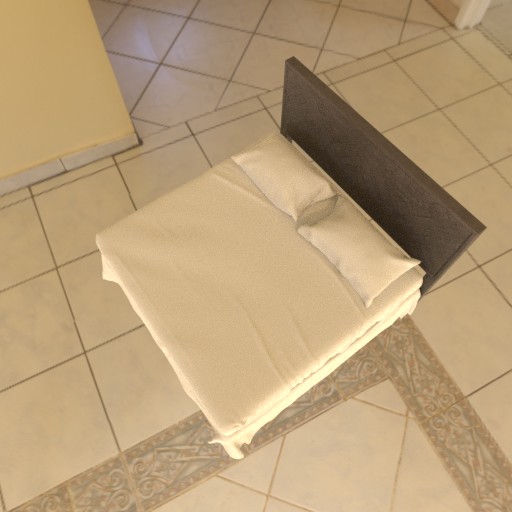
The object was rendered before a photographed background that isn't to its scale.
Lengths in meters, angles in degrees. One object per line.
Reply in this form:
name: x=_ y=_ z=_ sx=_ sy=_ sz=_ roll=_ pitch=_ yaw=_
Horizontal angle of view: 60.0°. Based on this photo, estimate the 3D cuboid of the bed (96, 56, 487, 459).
bed: x=0.000 y=0.000 z=2.863 sx=1.785 sy=1.142 sz=1.772 roll=-34 pitch=68 yaw=-15
